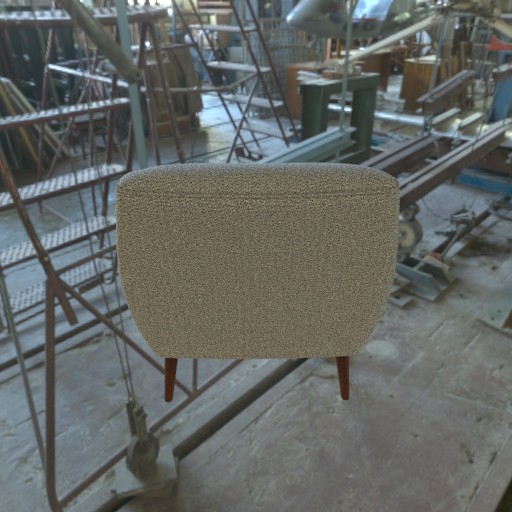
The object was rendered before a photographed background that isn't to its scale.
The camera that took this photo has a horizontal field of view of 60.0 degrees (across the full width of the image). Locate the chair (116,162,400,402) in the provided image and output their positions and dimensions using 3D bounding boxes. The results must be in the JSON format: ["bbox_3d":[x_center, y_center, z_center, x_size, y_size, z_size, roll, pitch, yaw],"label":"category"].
[{"bbox_3d":[0.000,0.000,1.476,0.762,0.838,0.787,0,30,-1],"label":"chair"}]
